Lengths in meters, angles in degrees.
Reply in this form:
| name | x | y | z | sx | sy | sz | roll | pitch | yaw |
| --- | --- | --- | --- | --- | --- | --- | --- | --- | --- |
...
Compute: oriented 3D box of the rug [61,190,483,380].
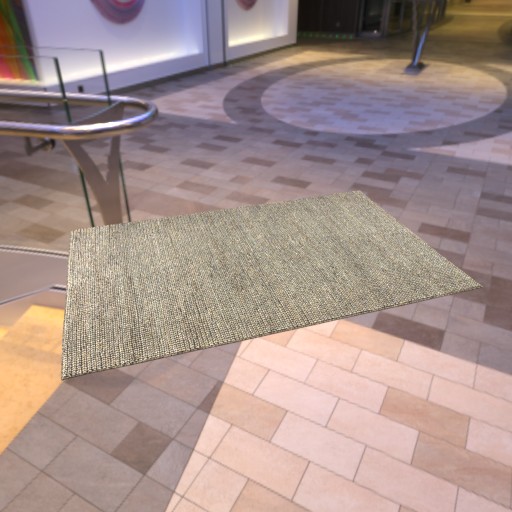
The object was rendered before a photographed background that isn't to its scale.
| name | x | y | z | sx | sy | sz | roll | pitch | yaw |
| --- | --- | --- | --- | --- | --- | --- | --- | --- | --- |
| rug | 0.000 | 0.000 | 3.026 | 2.443 | 0.021 | 1.538 | -10 | 33 | -15 |
